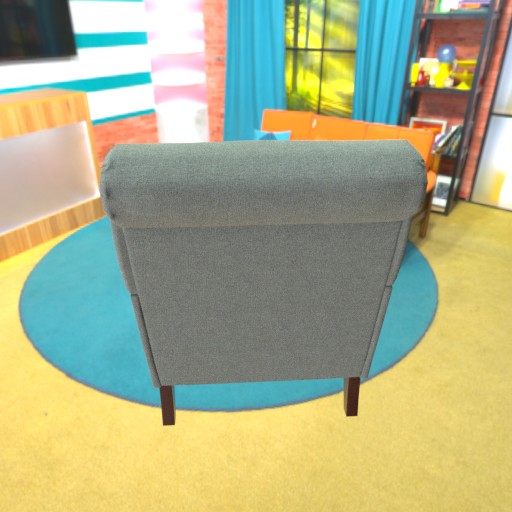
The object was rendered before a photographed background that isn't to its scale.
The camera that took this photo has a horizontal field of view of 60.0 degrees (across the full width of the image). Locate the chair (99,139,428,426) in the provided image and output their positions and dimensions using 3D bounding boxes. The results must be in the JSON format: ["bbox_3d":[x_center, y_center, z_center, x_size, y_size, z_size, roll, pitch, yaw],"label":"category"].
[{"bbox_3d":[0.000,0.000,1.903,0.964,1.178,1.060,-2,28,-3],"label":"chair"}]
